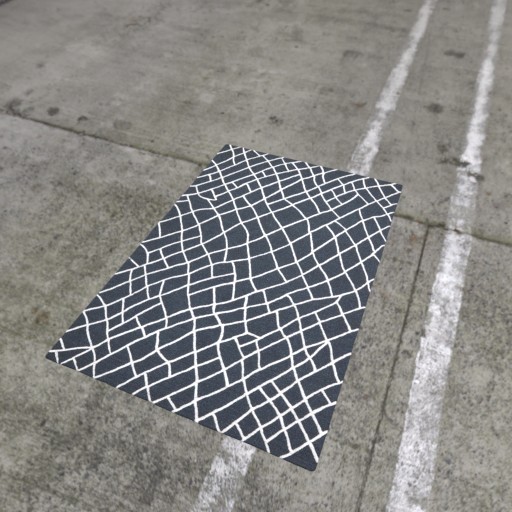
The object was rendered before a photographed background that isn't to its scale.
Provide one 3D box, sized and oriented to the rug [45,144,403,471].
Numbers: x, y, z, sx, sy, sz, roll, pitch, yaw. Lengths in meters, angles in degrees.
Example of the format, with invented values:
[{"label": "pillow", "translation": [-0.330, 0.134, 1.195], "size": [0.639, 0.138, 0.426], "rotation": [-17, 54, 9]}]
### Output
[{"label": "rug", "translation": [0.000, 0.000, 2.335], "size": [1.223, 0.013, 1.830], "rotation": [17, 48, 15]}]
